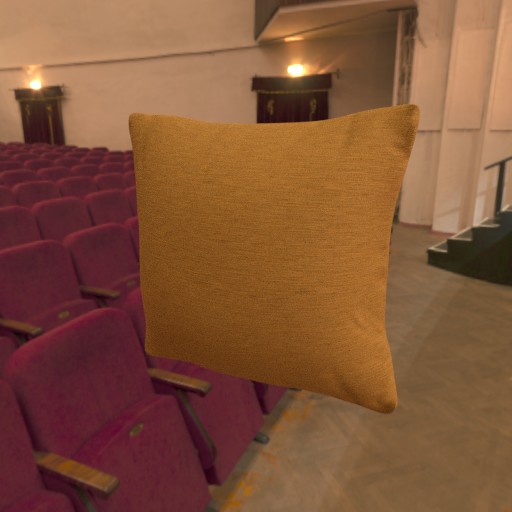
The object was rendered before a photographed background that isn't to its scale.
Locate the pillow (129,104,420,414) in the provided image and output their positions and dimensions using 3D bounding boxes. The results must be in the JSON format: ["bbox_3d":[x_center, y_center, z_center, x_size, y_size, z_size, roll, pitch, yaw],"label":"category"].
[{"bbox_3d":[0.000,0.000,0.660,0.435,0.417,0.247,7,16,24],"label":"pillow"}]
